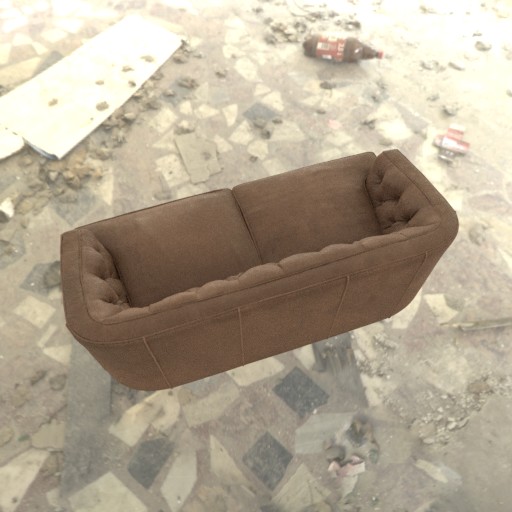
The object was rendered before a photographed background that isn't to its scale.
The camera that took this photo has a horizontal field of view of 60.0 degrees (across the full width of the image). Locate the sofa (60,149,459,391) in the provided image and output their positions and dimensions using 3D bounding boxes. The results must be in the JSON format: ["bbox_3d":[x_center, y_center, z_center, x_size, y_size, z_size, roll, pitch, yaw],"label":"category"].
[{"bbox_3d":[0.000,0.000,2.278,1.767,0.799,0.917,-16,59,-10],"label":"sofa"}]
